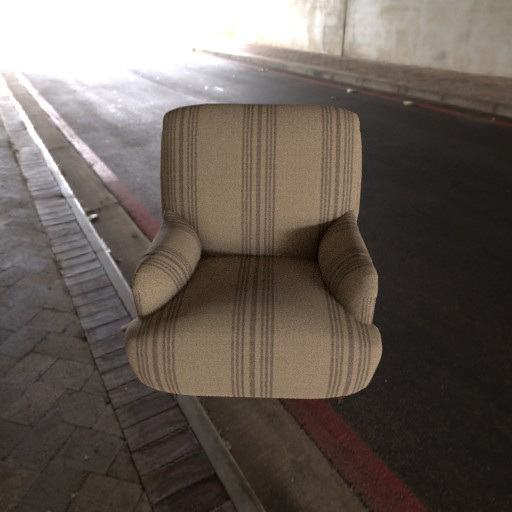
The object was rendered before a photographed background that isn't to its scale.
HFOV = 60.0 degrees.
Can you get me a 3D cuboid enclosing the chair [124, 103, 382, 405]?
[{"bbox_3d":[0.000,0.000,1.612,0.813,0.940,0.914,1,30,2],"label":"chair"}]
